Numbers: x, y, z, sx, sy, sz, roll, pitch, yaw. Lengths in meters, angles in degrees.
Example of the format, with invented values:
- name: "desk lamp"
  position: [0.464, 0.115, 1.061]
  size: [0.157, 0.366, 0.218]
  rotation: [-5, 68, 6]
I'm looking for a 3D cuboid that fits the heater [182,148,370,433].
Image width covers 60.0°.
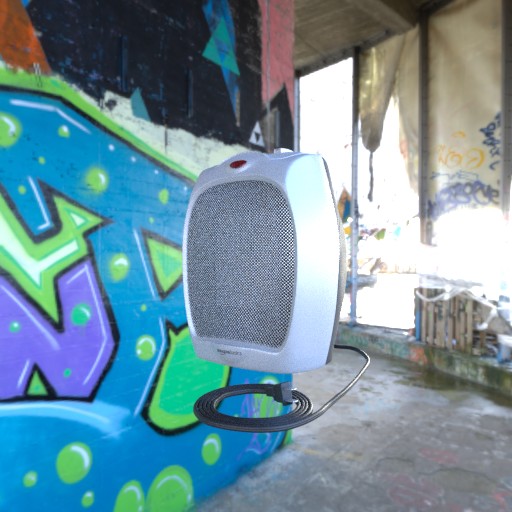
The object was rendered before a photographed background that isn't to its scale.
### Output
- name: "heater"
  position: [0.000, 0.000, 0.466]
  size: [0.239, 0.240, 0.291]
  rotation: [0, 1, 36]
